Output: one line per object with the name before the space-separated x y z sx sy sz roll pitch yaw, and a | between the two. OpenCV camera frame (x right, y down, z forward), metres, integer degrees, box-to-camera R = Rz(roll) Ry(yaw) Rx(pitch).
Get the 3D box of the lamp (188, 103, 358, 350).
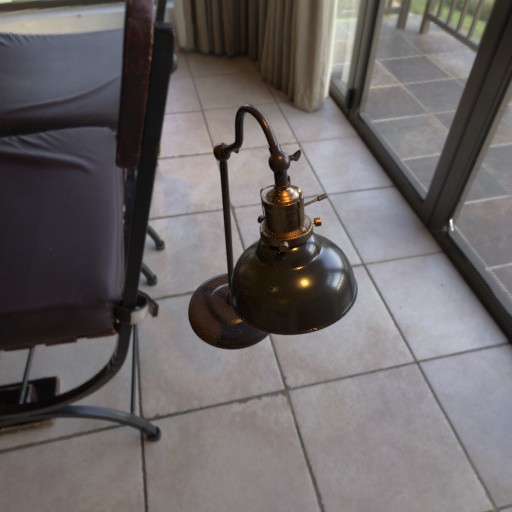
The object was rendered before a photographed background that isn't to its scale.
lamp | 0.000 0.000 0.706 0.192 0.508 0.374 -25 52 -21
